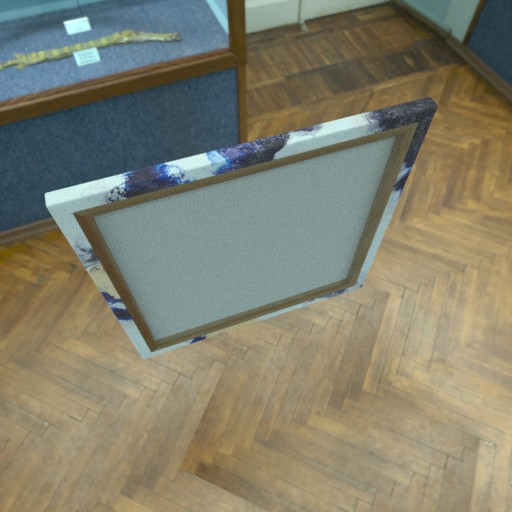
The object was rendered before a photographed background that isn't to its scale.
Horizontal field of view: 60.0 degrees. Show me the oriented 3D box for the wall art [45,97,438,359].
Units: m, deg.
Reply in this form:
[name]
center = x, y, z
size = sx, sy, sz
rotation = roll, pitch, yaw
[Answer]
[wall art]
center = 0.000, 0.000, 1.330
size = 0.887, 0.885, 0.038
rotation = -17, 59, -10
